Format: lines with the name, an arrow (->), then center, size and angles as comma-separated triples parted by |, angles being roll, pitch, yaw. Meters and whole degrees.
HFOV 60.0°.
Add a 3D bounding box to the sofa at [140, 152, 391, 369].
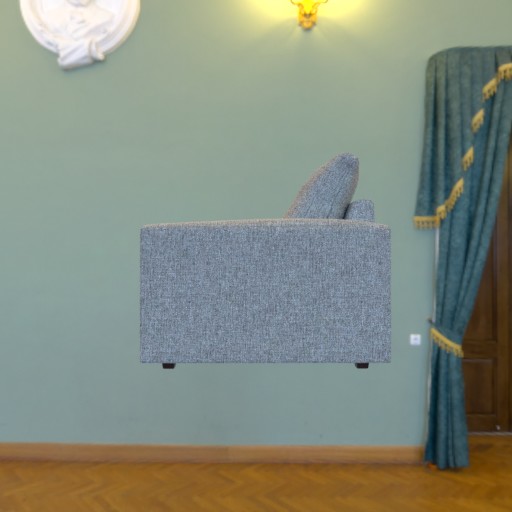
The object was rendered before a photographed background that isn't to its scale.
sofa -> 0.000, 0.000, 2.856 | 1.040, 0.922, 2.299 | 0, 0, 0
